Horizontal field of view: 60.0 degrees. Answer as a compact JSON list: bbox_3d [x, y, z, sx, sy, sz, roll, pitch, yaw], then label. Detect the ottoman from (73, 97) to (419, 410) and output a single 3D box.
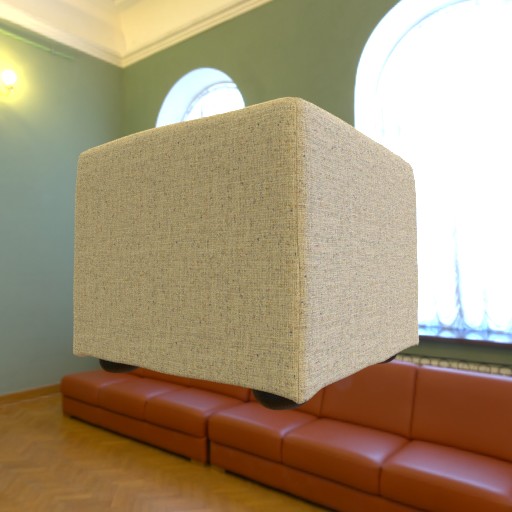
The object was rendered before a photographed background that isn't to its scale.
[{"bbox_3d":[0.000,0.000,0.904,0.512,0.453,0.521,-1,-2,36],"label":"ottoman"}]
